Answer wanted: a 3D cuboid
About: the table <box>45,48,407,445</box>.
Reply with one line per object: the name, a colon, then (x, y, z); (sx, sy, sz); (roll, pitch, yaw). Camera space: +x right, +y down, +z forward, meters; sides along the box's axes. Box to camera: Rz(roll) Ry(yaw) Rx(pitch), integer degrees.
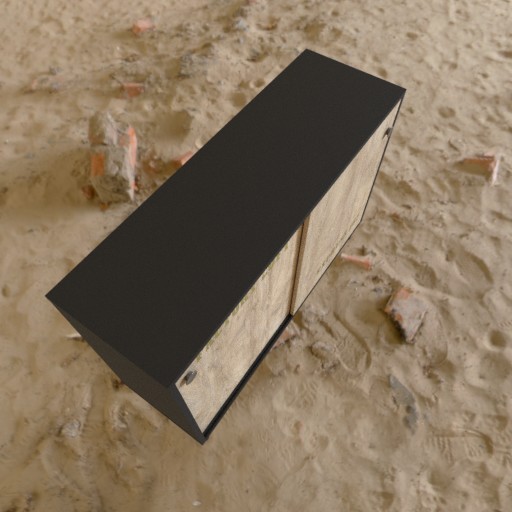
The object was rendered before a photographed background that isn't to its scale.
table: (0.000, 0.000, 1.625); (0.400, 0.855, 1.200); (31, 63, 18)
